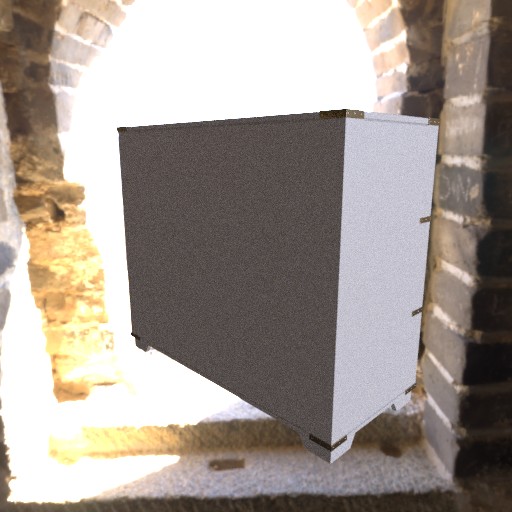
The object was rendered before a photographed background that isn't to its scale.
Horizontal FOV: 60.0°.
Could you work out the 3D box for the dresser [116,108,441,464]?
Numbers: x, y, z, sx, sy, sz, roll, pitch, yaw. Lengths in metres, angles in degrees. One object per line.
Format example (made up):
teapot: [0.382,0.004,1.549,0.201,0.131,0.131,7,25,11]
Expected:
dresser: [0.000,0.000,1.552,0.460,0.891,1.022,-13,18,-43]
